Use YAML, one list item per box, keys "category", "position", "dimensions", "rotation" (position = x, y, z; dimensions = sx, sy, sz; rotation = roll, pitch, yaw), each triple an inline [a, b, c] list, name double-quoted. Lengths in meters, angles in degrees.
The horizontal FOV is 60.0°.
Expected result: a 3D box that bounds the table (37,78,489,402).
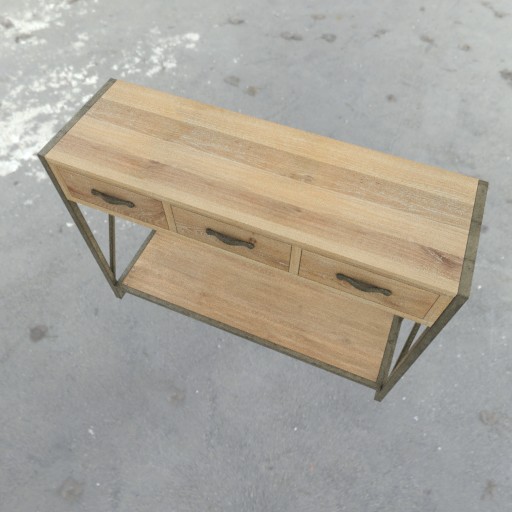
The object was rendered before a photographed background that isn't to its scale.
- category: "table"
  position: [0.000, 0.000, 1.399]
  dimensions: [1.059, 0.763, 0.361]
  rotation: [19, 59, 12]
